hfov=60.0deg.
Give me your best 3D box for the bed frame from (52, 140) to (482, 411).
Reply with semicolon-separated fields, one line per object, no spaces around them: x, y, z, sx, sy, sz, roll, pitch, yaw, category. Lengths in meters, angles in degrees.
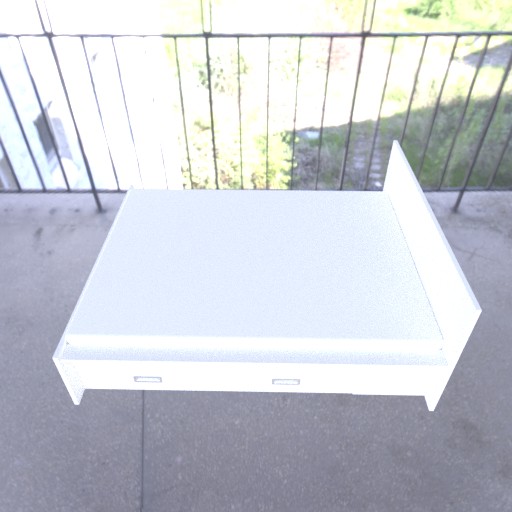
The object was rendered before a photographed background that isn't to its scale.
0.000;0.000;2.781;1.960;0.800;1.622;1;40;1;bed frame
